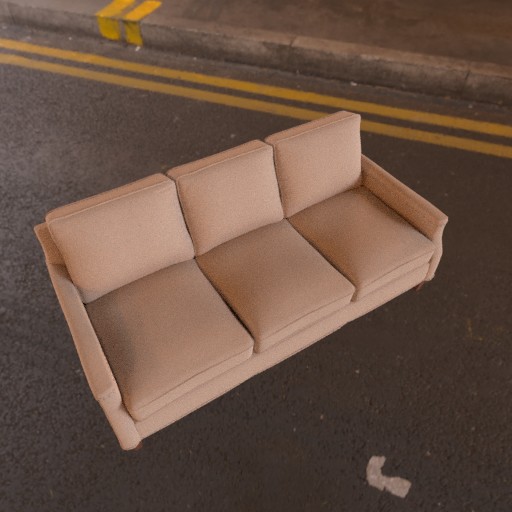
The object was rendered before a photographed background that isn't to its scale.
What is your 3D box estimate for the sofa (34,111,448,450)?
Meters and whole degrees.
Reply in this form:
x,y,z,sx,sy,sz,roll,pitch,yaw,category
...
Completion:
x,y,z,sx,sy,sz,roll,pitch,yaw,category
0.000,0.000,2.706,2.246,1.003,1.084,-24,52,-21,sofa
